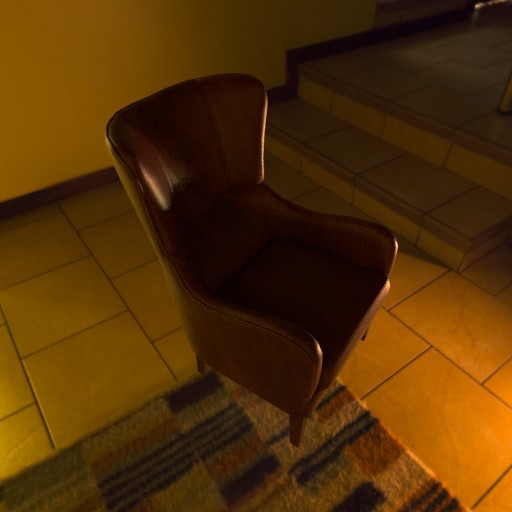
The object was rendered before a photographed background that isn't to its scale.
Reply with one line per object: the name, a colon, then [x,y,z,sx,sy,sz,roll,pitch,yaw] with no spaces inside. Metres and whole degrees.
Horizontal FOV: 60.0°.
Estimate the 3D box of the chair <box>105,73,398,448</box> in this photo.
chair: [0.000,0.000,1.653,0.914,1.048,0.692,24,46,25]
